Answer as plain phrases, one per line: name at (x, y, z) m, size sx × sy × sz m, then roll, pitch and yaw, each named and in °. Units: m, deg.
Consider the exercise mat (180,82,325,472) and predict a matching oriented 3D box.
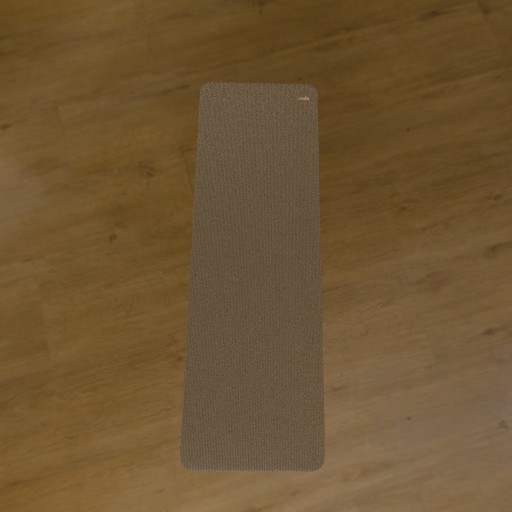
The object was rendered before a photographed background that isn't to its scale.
exercise mat at (0.000, 0.000, 2.105) m, size 0.616 × 0.021 × 1.884 m, roll 1°, pitch 76°, yaw 0°
